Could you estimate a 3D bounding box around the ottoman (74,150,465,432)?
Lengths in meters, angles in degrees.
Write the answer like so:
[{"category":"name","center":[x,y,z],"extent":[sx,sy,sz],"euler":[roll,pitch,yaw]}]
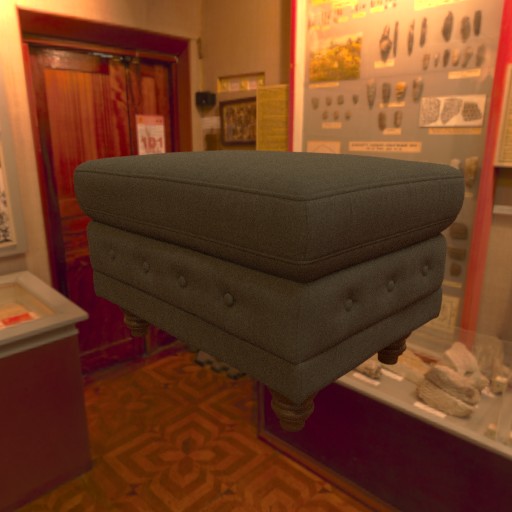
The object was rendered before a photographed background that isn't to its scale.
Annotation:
[{"category":"ottoman","center":[0.000,0.000,1.096],"extent":[0.569,0.500,0.771],"euler":[-15,21,-42]}]
